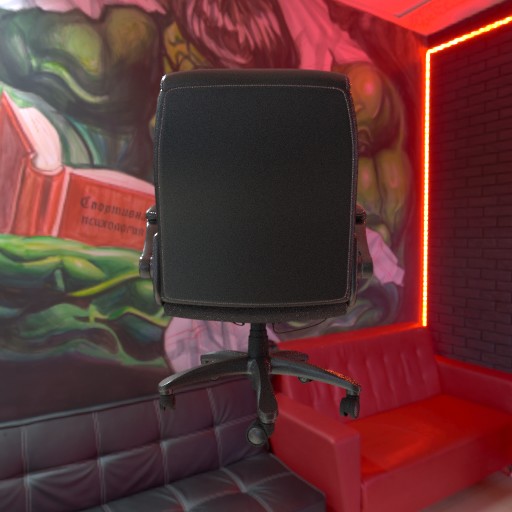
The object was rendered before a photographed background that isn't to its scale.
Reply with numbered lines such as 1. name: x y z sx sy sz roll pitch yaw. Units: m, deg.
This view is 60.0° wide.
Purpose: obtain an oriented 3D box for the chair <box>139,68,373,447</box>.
1. chair: 0.000 0.000 1.612 0.782 1.110 0.724 0 2 0
